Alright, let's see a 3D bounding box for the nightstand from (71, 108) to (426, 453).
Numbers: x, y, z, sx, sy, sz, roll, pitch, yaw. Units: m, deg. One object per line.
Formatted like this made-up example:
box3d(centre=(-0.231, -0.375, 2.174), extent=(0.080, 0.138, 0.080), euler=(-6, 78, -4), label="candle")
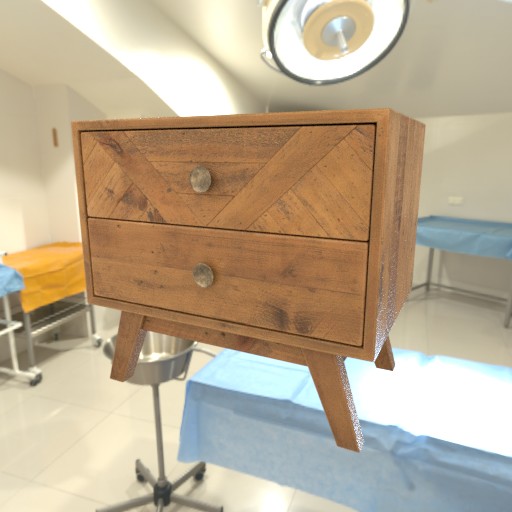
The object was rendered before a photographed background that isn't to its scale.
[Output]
box3d(centre=(0.000, 0.000, 1.036), extent=(0.650, 0.599, 0.450), euler=(7, 15, 26), label="nightstand")
